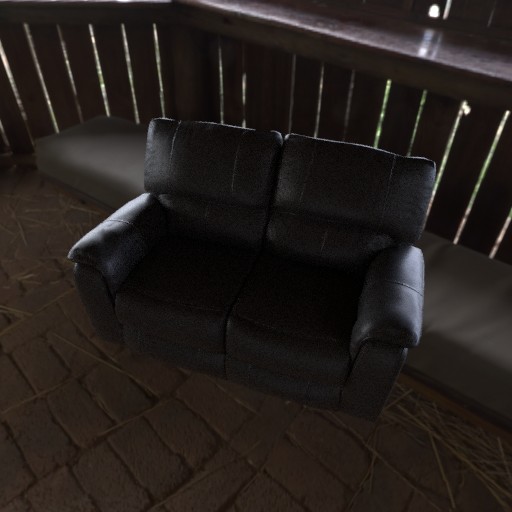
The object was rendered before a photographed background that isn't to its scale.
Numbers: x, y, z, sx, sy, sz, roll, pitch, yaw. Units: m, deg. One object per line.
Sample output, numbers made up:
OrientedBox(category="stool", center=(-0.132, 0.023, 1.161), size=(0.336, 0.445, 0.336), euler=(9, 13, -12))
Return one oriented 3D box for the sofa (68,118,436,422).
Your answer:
OrientedBox(category="sofa", center=(0.000, 0.000, 2.469), size=(1.765, 1.111, 1.104), euler=(13, 42, 15))
